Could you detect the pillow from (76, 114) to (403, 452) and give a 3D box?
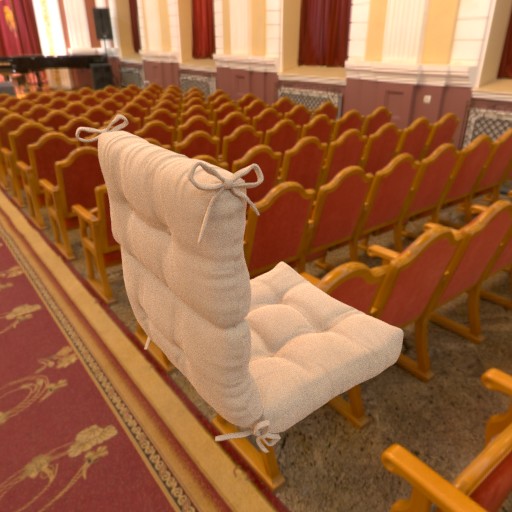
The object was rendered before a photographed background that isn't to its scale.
[{"bbox_3d":[0.000,0.000,1.006,0.571,0.605,0.519,-18,31,-33],"label":"pillow"}]
